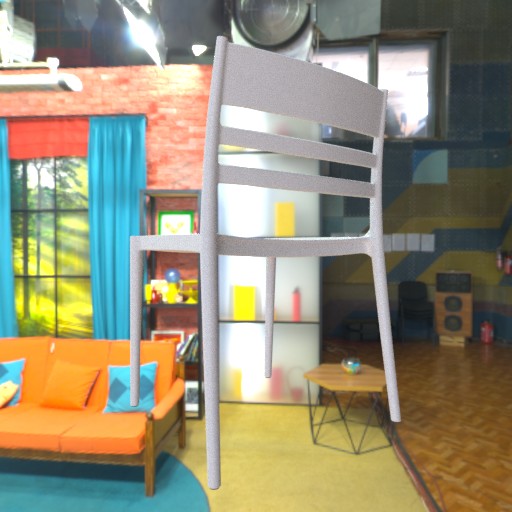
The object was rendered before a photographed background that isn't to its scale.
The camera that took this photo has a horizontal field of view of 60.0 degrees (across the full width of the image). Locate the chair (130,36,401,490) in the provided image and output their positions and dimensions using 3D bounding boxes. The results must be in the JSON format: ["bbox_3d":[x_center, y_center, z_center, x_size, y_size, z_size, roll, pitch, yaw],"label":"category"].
[{"bbox_3d":[0.000,0.000,1.106,0.531,0.800,0.511,-1,1,-36],"label":"chair"}]
